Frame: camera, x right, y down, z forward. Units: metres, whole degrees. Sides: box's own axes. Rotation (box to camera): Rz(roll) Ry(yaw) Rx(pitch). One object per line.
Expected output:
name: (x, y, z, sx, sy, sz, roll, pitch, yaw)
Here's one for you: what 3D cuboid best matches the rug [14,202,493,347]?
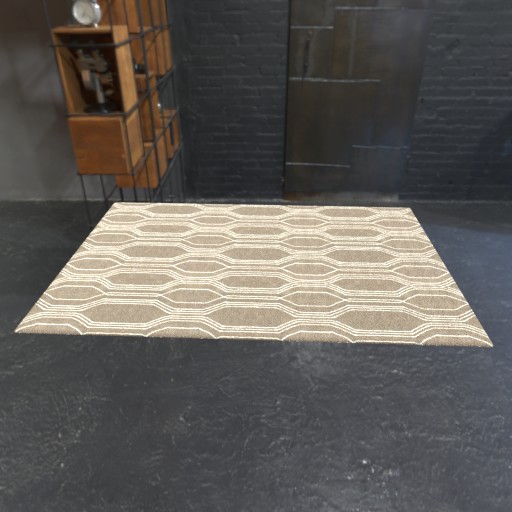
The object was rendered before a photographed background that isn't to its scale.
rug: (0.000, 0.000, 2.223, 1.836, 0.012, 1.239, 1, 31, 2)
